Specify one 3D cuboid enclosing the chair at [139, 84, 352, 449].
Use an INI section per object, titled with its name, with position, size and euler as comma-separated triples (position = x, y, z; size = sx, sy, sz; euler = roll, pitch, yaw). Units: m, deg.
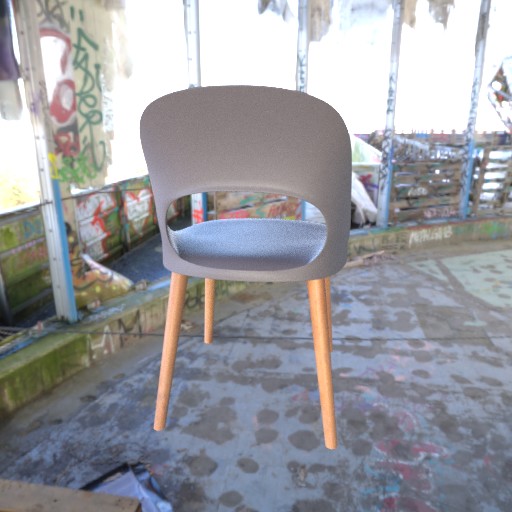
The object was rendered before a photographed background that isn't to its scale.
[chair]
position = 0.000, 0.000, 1.158
size = 0.470, 0.795, 0.556
euler = 3, 17, 8
